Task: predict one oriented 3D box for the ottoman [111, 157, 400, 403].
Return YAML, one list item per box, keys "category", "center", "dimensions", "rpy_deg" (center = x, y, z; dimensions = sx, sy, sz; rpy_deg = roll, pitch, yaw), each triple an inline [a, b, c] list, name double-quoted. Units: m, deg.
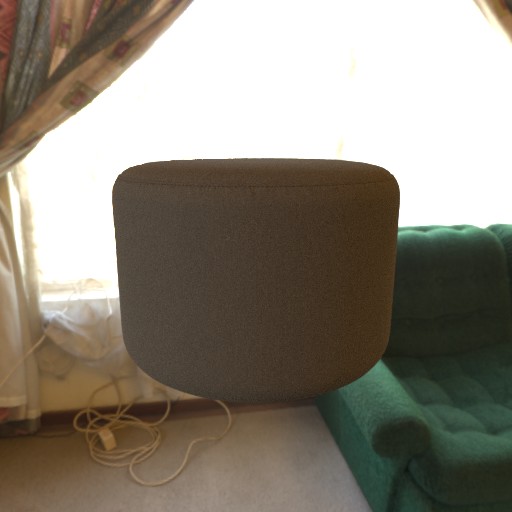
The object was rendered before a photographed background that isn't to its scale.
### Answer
- category: "ottoman"
  center: [0.000, 0.000, 1.011]
  dimensions: [0.608, 0.433, 0.608]
  rpy_deg: [0, 14, 0]
